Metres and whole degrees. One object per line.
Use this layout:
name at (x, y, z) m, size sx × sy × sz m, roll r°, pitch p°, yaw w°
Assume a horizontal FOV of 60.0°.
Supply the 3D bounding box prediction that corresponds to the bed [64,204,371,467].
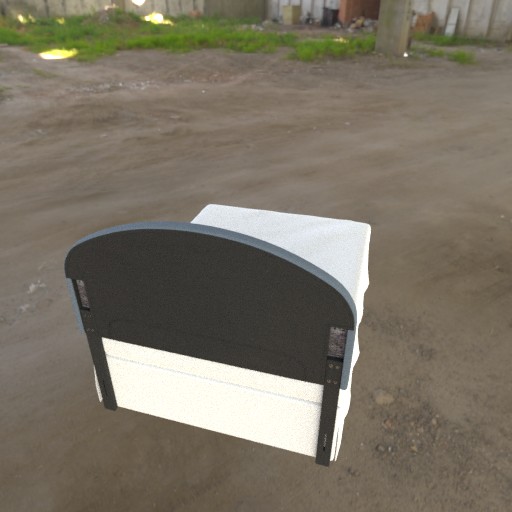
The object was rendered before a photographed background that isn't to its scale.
bed at (0.000, 0.000, 3.141) m, size 1.607 × 1.410 × 2.005 m, roll 9°, pitch 32°, yaw 14°
